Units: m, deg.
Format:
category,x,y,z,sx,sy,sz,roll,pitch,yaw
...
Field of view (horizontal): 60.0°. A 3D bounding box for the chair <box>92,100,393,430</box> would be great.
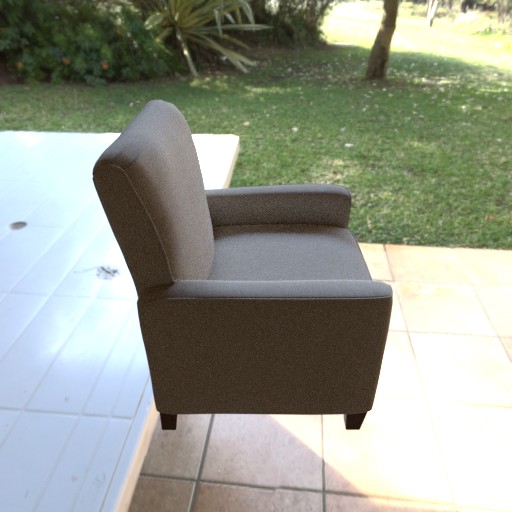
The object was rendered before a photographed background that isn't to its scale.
category,x,y,z,sx,sy,sz,roll,pitch,yaw
chair,0.000,0.000,1.655,0.859,1.023,0.845,0,32,0
